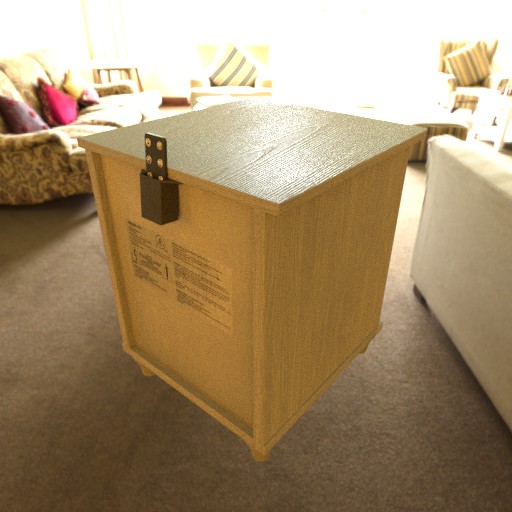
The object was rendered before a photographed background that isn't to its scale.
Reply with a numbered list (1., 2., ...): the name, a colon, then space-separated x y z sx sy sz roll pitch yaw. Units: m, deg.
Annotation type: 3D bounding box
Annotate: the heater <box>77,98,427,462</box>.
1. heater: 0.000 0.000 0.747 0.362 0.481 0.400 23 38 34
